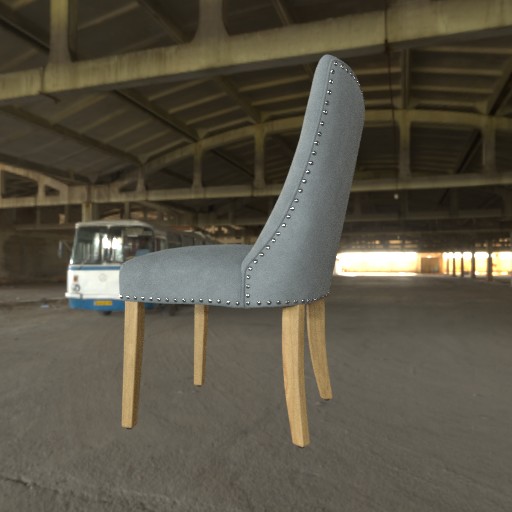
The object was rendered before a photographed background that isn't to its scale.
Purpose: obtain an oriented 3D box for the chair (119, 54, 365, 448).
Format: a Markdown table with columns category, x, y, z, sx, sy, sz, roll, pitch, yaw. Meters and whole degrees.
| category | x | y | z | sx | sy | sz | roll | pitch | yaw |
| --- | --- | --- | --- | --- | --- | --- | --- | --- | --- |
| chair | 0.000 | 0.000 | 1.276 | 0.610 | 0.902 | 0.495 | 0 | -1 | 18 |
